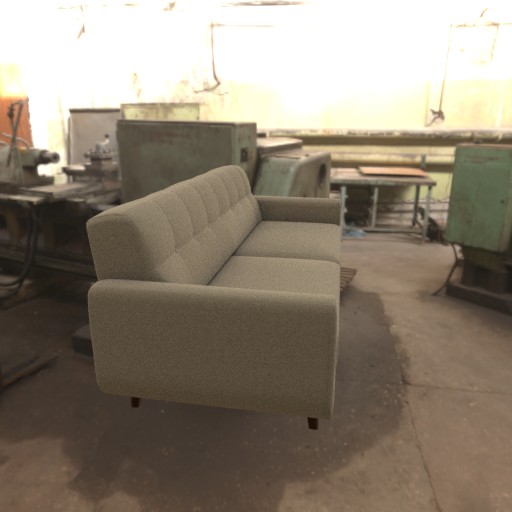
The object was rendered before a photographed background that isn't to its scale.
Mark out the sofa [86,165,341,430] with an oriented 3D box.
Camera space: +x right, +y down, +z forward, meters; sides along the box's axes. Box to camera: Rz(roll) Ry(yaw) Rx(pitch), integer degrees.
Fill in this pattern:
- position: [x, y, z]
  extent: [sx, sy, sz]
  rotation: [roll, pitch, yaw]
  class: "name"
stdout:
- position: [0.000, 0.000, 2.604]
  extent: [0.980, 0.892, 2.137]
  rotation: [3, 17, 10]
  class: "sofa"
